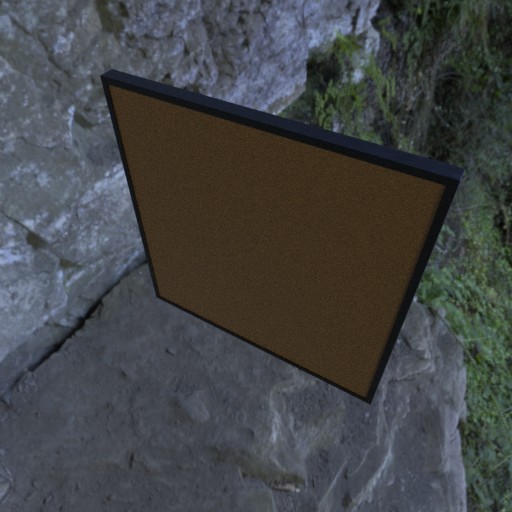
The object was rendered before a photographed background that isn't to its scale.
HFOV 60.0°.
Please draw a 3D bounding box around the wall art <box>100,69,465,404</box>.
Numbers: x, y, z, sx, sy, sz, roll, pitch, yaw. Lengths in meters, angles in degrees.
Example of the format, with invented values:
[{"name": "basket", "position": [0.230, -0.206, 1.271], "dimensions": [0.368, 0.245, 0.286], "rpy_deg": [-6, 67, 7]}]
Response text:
[{"name": "wall art", "position": [0.000, 0.000, 1.111], "dimensions": [0.763, 0.763, 0.039], "rpy_deg": [23, 50, 21]}]
